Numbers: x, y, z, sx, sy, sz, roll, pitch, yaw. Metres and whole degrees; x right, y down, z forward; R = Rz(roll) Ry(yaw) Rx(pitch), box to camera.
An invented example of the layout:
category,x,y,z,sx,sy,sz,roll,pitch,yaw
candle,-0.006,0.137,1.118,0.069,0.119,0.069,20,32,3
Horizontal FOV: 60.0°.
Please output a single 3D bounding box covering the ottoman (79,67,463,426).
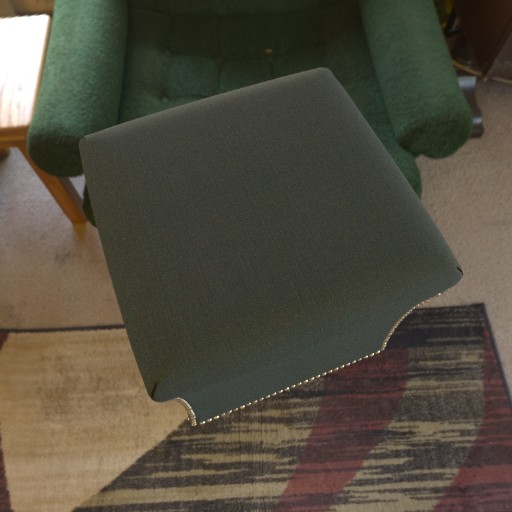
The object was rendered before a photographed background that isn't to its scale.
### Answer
category,x,y,z,sx,sy,sz,roll,pitch,yaw
ottoman,0.000,0.000,0.894,0.507,0.475,0.497,-19,65,-9
